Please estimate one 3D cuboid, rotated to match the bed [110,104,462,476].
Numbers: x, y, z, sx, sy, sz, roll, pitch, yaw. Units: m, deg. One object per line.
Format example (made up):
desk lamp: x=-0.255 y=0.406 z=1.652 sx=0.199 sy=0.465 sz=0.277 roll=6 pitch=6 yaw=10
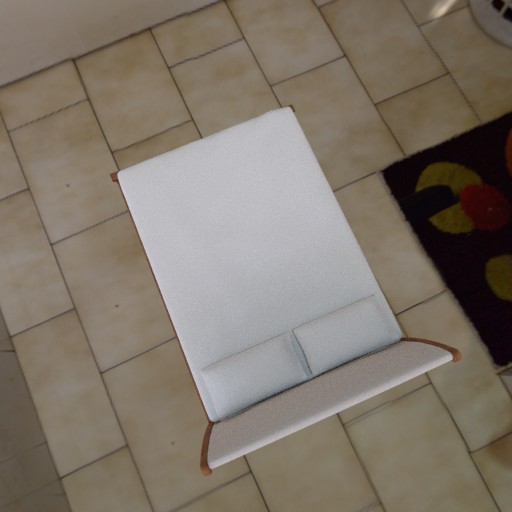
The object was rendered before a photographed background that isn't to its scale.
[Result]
bed: x=0.000 y=0.000 z=3.007 sx=1.502 sy=1.135 sz=2.108 roll=-22 pitch=78 yaw=-5
